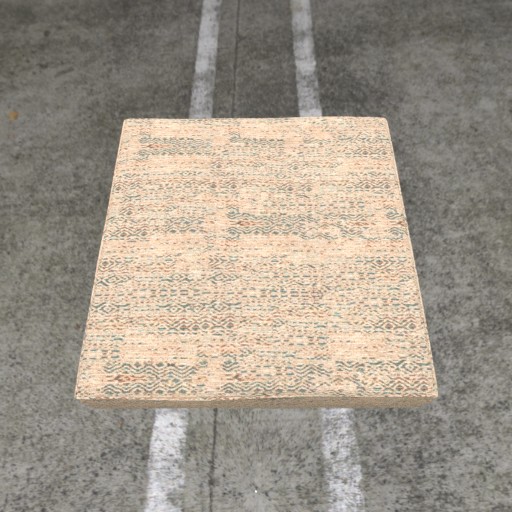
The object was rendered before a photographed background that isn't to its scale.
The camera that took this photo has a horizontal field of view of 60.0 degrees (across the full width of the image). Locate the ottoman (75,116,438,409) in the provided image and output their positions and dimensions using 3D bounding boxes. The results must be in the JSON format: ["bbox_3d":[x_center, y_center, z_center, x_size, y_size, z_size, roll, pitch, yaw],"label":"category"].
[{"bbox_3d":[0.000,0.000,1.513,0.968,0.356,1.004,0,62,0],"label":"ottoman"}]
